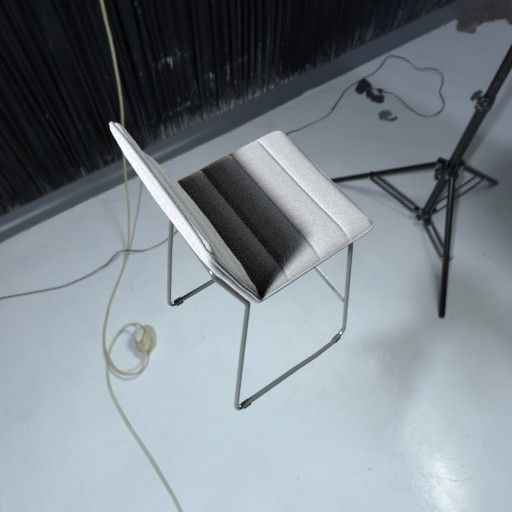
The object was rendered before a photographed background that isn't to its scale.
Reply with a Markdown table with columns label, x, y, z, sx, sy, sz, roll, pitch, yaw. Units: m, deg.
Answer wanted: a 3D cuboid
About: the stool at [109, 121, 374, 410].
| label | x | y | z | sx | sy | sz | roll | pitch | yaw |
| --- | --- | --- | --- | --- | --- | --- | --- | --- | --- |
| stool | 0.000 | 0.000 | 1.268 | 0.490 | 0.960 | 0.490 | -31 | 64 | -17 |
